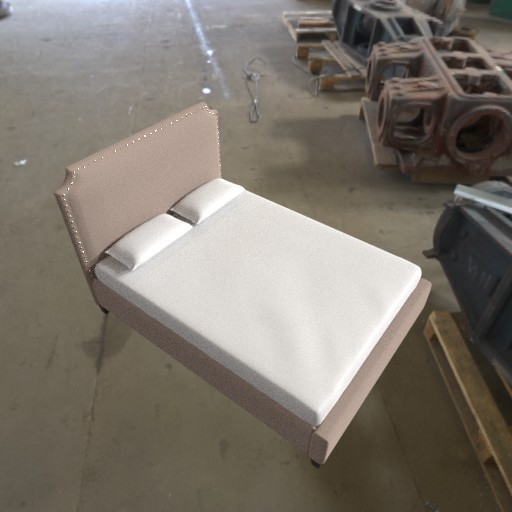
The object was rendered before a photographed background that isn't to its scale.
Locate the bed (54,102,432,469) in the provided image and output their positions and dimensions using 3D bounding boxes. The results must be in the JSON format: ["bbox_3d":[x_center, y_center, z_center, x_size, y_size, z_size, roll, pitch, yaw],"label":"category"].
[{"bbox_3d":[0.000,0.000,3.499,2.372,1.443,1.713,27,49,27],"label":"bed"}]
